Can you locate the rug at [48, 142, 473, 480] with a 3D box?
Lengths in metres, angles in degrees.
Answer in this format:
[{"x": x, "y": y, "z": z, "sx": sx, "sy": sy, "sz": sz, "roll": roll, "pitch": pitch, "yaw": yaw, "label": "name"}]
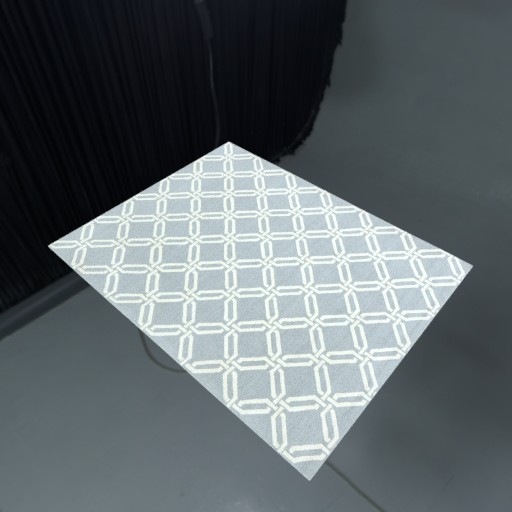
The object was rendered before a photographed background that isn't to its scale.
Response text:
[{"x": 0.000, "y": 0.000, "z": 3.838, "sx": 2.895, "sy": 0.018, "sz": 2.288, "roll": 33, "pitch": 54, "yaw": 28, "label": "rug"}]
